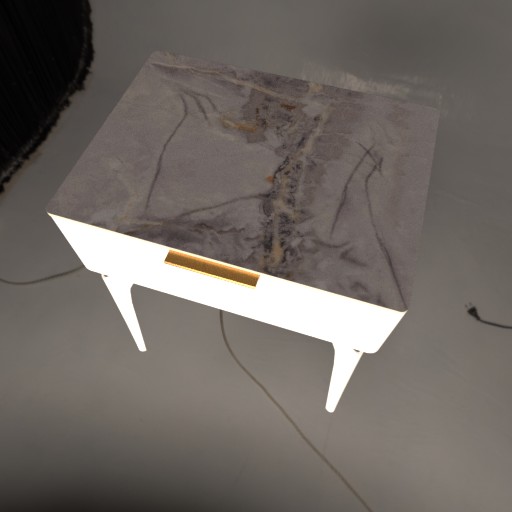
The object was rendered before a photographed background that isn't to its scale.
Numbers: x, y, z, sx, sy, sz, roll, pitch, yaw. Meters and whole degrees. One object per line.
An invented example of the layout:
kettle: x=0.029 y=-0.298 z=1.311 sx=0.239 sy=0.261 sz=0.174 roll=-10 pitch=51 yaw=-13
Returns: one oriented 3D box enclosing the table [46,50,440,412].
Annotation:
table: x=0.000 y=0.000 z=0.904 sx=0.500 sy=0.570 sz=0.400 roll=15 pitch=61 yaw=9
